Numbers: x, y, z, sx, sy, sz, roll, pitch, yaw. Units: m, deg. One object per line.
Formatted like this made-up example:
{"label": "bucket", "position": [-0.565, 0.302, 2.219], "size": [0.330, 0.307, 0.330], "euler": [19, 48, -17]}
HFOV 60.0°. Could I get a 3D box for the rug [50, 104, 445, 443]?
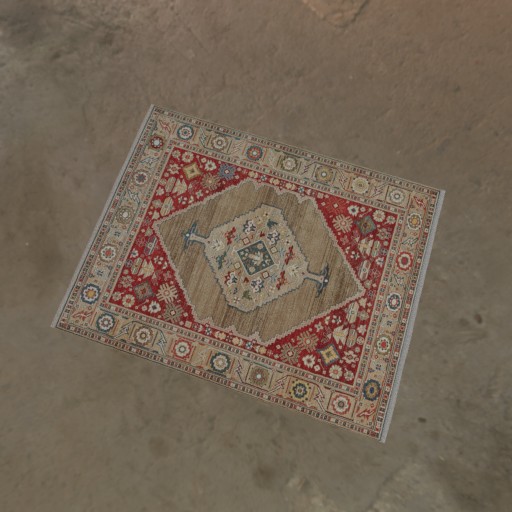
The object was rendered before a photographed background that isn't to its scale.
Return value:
{"label": "rug", "position": [0.000, 0.000, 4.205], "size": [3.143, 0.008, 2.451], "euler": [18, 75, 5]}
